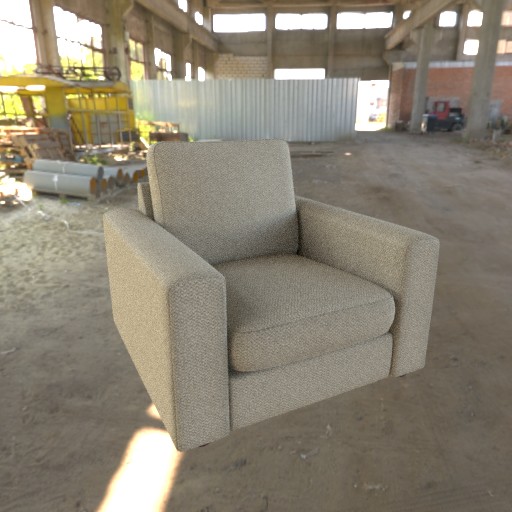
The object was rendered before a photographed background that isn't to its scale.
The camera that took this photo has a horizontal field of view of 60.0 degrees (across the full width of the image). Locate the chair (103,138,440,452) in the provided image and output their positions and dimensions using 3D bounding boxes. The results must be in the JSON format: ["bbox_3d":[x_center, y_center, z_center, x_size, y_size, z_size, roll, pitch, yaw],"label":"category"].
[{"bbox_3d":[0.000,0.000,1.776,1.005,0.873,1.016,-9,20,-26],"label":"chair"}]
